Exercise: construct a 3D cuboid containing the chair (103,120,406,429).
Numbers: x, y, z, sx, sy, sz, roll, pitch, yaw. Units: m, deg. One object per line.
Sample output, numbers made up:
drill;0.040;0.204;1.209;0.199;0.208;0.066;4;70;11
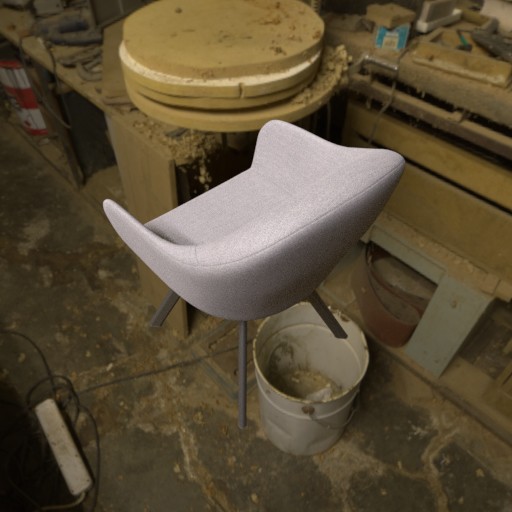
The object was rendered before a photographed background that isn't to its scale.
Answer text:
chair;0.000;0.000;1.164;0.540;0.780;0.570;-33;55;-27
